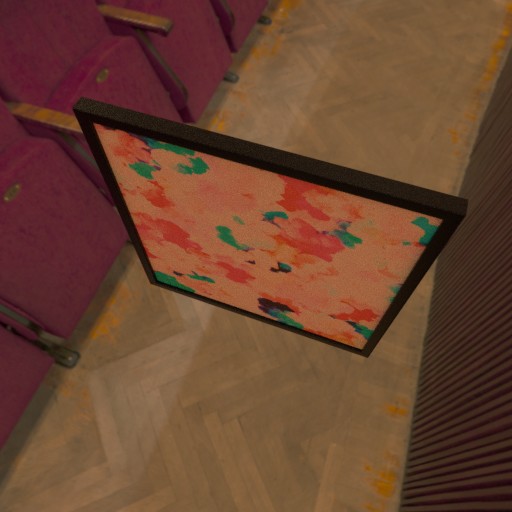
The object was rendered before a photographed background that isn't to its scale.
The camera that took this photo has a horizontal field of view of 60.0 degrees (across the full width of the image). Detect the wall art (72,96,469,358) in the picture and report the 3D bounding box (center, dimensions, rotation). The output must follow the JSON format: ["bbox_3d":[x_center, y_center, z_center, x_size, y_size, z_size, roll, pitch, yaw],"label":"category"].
[{"bbox_3d":[0.000,0.000,1.135,0.756,0.755,0.036,17,61,10],"label":"wall art"}]
